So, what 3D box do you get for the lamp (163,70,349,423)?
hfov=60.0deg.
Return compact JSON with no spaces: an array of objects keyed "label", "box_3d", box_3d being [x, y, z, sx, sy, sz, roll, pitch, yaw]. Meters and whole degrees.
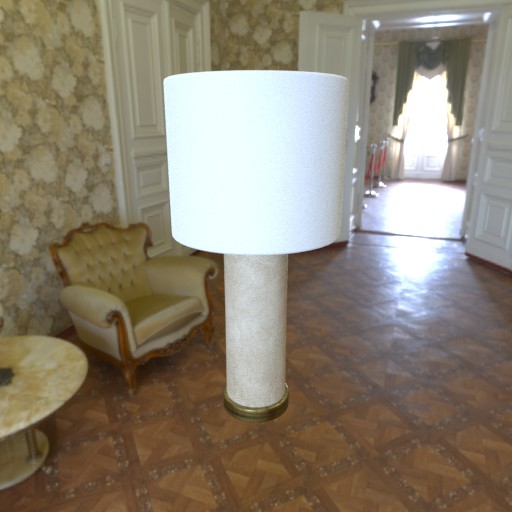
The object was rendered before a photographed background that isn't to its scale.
[{"label":"lamp","box_3d":[0.000,0.000,0.832,0.305,0.634,0.305,-8,18,-25]}]
